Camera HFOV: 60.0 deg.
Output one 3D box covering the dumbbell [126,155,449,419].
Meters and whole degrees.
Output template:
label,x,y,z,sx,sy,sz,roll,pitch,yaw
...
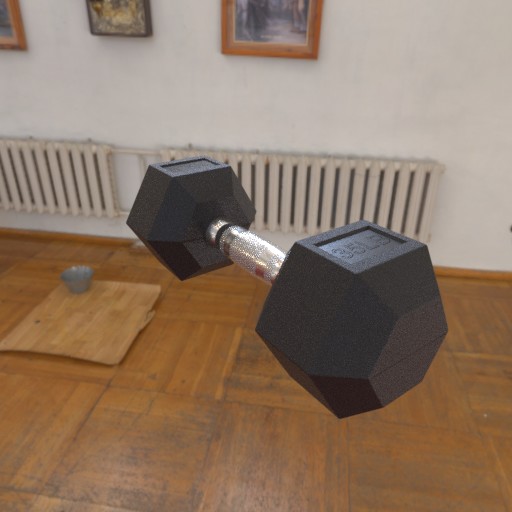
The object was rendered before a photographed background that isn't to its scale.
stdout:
label,x,y,z,sx,sy,sz,roll,pitch,yaw
dumbbell,0.000,0.000,0.427,0.141,0.123,0.356,-18,32,-32
